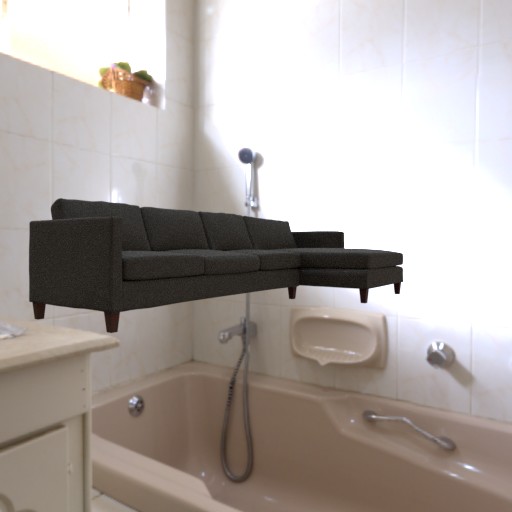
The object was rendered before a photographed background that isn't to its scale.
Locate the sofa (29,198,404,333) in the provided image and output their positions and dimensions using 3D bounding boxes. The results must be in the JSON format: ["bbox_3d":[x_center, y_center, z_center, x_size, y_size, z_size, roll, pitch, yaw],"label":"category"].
[{"bbox_3d":[0.000,0.000,3.894,1.625,0.846,3.186,1,2,36],"label":"sofa"}]
